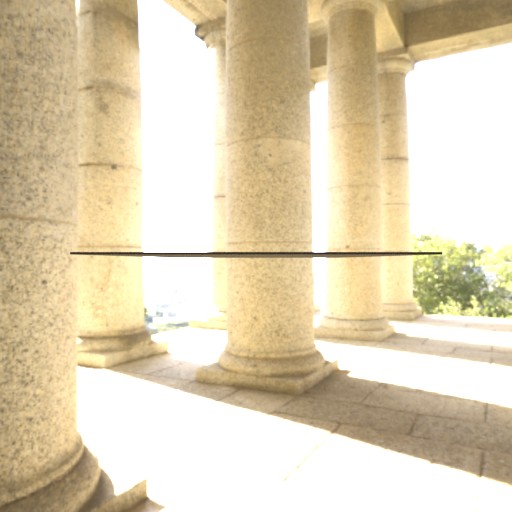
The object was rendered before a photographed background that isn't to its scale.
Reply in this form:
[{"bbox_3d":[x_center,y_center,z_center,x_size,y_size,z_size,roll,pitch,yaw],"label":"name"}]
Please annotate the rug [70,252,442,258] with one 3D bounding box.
[{"bbox_3d":[0.000,0.000,2.283,1.175,0.008,1.783,0,-1,0],"label":"rug"}]
